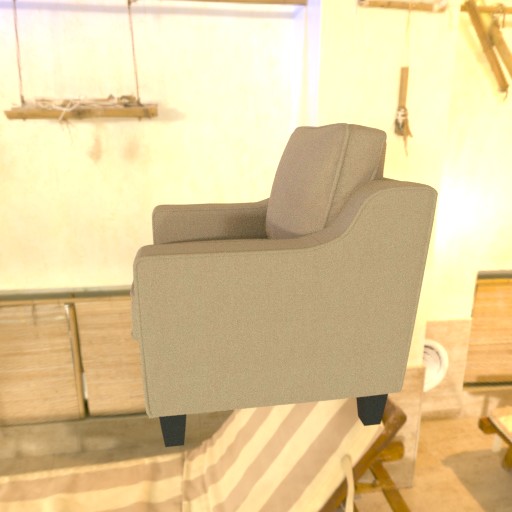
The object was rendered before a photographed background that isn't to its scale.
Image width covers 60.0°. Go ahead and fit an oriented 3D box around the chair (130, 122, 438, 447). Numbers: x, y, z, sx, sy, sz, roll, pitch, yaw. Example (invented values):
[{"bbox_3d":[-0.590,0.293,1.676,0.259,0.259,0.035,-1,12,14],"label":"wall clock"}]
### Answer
[{"bbox_3d":[0.000,0.000,1.668,0.882,0.948,0.922,-2,15,-9],"label":"chair"}]
